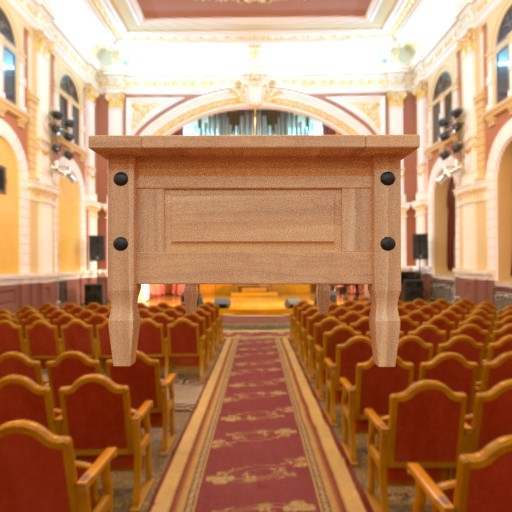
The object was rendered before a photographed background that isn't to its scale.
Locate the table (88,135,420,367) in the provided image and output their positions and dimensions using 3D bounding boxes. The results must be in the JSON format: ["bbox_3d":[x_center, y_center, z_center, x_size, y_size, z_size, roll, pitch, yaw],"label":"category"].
[{"bbox_3d":[0.000,0.000,1.298,0.600,0.437,1.000,0,-1,1],"label":"table"}]
